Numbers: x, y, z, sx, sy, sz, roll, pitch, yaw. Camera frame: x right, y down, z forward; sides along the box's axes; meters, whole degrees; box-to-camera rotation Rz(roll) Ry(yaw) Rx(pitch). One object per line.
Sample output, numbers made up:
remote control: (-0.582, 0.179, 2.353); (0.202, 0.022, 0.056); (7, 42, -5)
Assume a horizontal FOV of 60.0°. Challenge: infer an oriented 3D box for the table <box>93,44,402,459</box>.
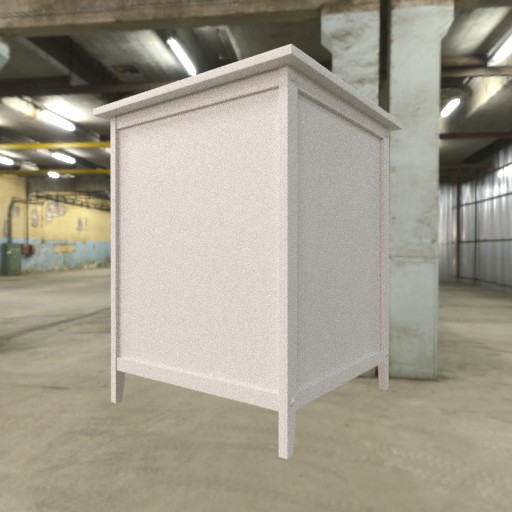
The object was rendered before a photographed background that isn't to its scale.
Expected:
table: (0.000, 0.000, 0.767); (0.381, 0.483, 0.381); (0, 0, 36)
